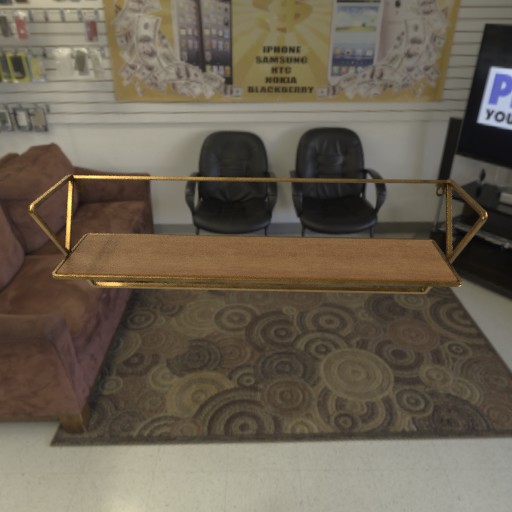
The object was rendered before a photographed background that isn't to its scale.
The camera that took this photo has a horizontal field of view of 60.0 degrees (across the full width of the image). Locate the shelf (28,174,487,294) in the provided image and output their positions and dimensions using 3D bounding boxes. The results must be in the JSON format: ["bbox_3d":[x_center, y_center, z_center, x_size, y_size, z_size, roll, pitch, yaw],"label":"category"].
[{"bbox_3d":[0.000,0.000,0.740,0.645,0.229,0.150,1,29,2],"label":"shelf"}]
